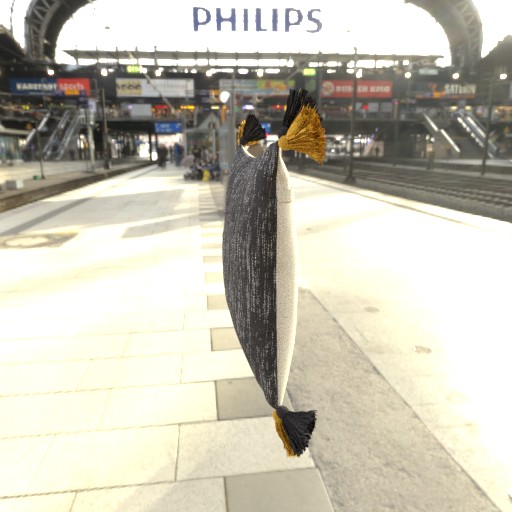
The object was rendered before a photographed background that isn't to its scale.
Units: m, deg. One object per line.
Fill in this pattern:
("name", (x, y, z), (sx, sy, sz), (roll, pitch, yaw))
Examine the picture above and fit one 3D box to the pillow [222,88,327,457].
("pillow", (0.000, 0.000, 0.991), (0.139, 0.659, 0.654), (-2, 14, -9))
